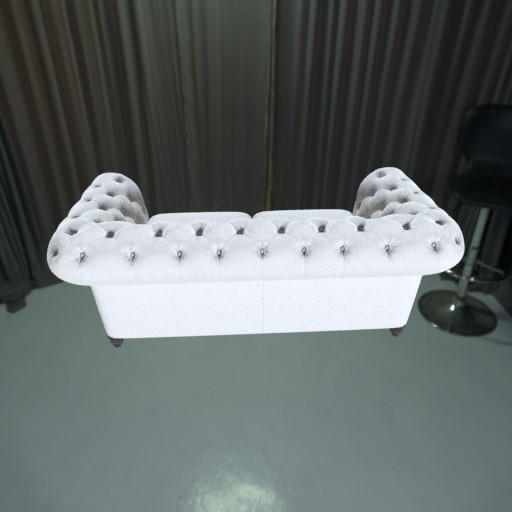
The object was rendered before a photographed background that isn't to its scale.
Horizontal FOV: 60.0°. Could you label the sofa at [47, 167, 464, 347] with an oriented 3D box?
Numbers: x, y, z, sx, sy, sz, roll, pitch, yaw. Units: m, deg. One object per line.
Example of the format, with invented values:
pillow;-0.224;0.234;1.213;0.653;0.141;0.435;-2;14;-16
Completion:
sofa;0.000;0.000;2.514;1.998;0.764;0.986;-2;30;-3
